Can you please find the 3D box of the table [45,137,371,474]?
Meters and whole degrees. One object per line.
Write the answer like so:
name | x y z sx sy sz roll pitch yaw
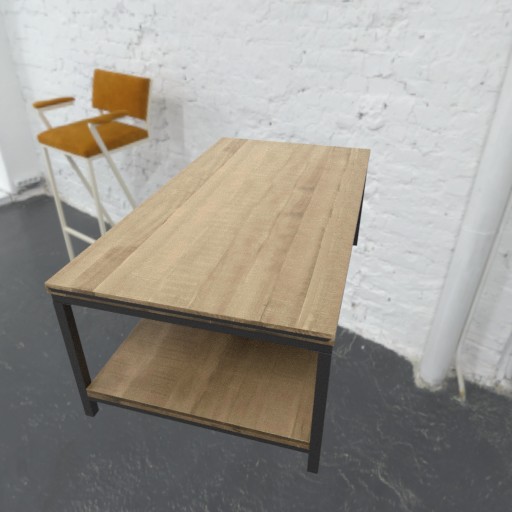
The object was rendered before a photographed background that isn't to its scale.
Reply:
table | 0.000 0.000 1.351 0.574 0.393 1.062 8 32 13
